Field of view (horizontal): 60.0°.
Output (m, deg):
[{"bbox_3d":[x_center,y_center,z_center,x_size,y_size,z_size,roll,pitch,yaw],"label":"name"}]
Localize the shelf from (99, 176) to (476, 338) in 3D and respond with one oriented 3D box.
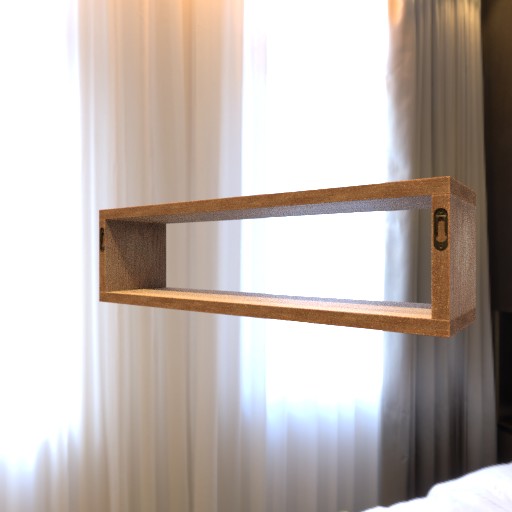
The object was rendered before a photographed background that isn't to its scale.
[{"bbox_3d":[0.000,0.000,0.705,0.610,0.170,0.150,0,0,36],"label":"shelf"}]
